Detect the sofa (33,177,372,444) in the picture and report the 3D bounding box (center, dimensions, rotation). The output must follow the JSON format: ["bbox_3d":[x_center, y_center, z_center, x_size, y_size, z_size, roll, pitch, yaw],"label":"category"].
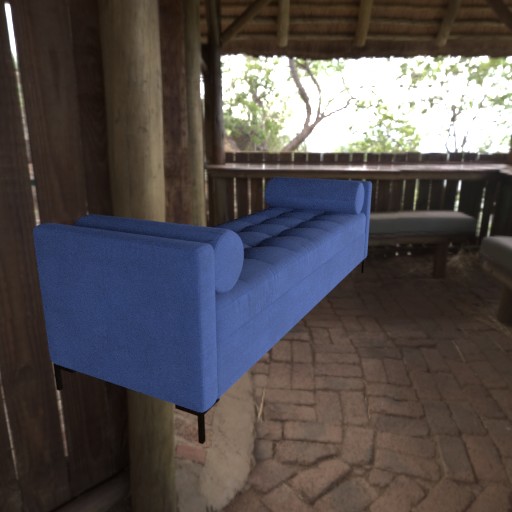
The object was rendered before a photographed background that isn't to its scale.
[{"bbox_3d":[0.000,0.000,2.264,0.686,0.635,1.981,8,17,26],"label":"sofa"}]
